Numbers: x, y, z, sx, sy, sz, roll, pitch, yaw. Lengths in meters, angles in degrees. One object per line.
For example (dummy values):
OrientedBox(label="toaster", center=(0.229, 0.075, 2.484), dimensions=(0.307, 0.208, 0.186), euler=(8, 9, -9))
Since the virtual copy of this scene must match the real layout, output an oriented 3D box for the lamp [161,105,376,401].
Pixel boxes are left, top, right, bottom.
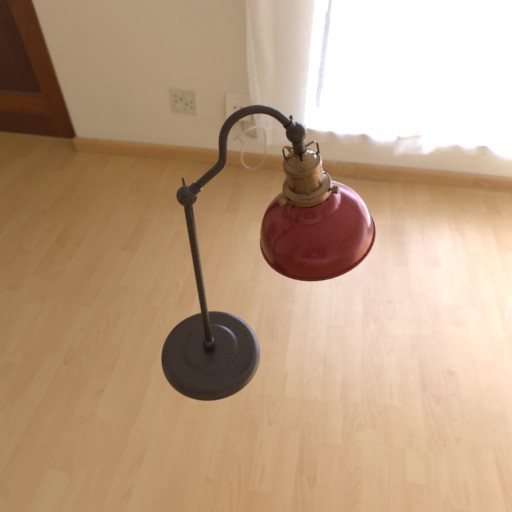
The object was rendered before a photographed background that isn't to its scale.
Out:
OrientedBox(label="lamp", center=(0.000, 0.000, 0.699), dimensions=(0.374, 0.508, 0.192), euler=(-11, 48, -11))
